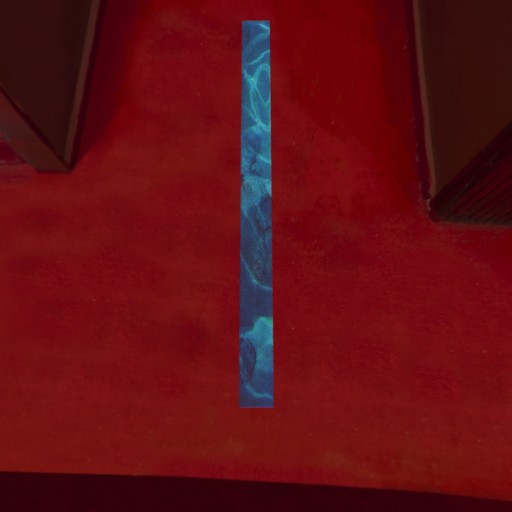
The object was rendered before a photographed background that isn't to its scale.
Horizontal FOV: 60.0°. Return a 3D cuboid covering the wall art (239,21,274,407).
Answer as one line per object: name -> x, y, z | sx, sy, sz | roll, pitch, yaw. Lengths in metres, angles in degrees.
wall art -> 0.000, 0.000, 0.857 | 0.038, 0.635, 0.508 | 0, 75, 0
